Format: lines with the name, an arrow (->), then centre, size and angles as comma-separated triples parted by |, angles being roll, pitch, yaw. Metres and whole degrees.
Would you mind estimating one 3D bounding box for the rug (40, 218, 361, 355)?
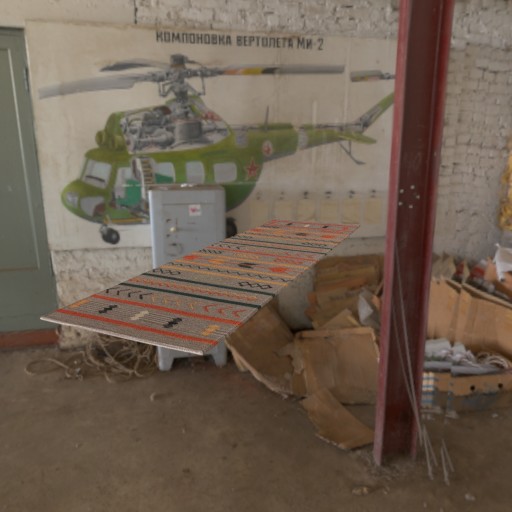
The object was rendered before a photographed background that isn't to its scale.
rug -> 0.000, 0.000, 2.639 | 0.744, 0.022, 2.419 | 7, 16, 24
